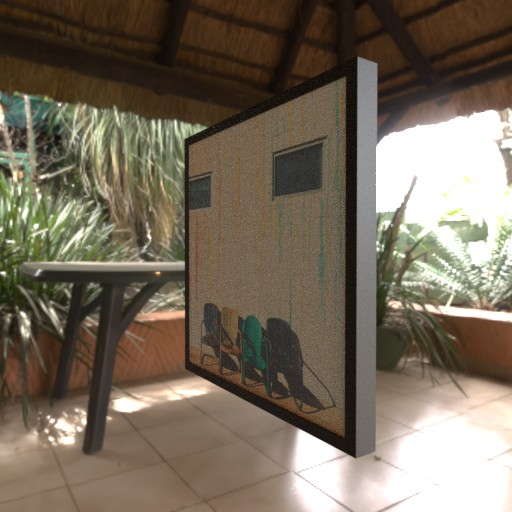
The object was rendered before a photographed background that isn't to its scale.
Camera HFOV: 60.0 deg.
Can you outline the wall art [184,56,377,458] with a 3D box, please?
[{"bbox_3d":[0.000,0.000,0.777,0.037,0.506,0.506,-1,1,-34],"label":"wall art"}]
